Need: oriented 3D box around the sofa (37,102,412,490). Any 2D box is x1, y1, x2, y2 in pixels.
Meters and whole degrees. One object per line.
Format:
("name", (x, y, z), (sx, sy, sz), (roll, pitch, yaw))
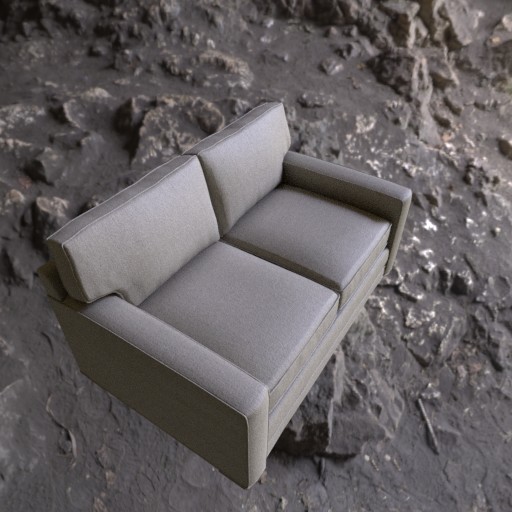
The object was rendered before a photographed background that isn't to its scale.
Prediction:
("sofa", (0.000, 0.000, 2.024), (0.940, 0.853, 1.484), (24, 46, 25))
